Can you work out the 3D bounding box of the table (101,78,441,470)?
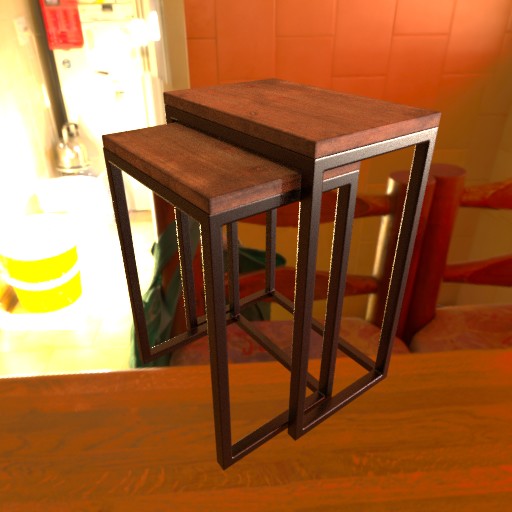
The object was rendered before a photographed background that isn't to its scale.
[{"bbox_3d":[0.000,0.000,0.939,0.460,0.615,0.456,-19,36,-30],"label":"table"}]
